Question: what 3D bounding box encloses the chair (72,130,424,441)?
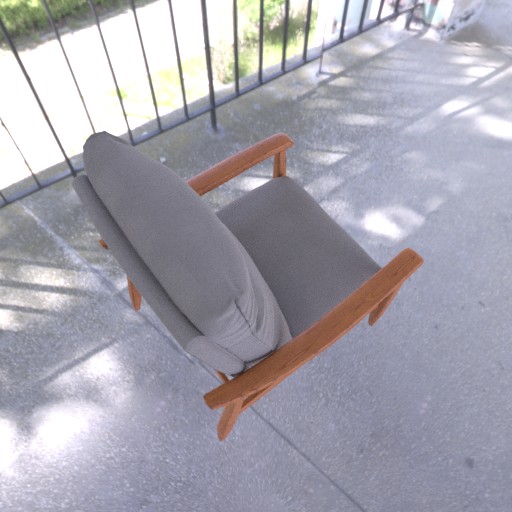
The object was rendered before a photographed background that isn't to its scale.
[{"bbox_3d":[0.000,0.000,1.484,0.816,0.922,0.782,-32,63,-18],"label":"chair"}]
